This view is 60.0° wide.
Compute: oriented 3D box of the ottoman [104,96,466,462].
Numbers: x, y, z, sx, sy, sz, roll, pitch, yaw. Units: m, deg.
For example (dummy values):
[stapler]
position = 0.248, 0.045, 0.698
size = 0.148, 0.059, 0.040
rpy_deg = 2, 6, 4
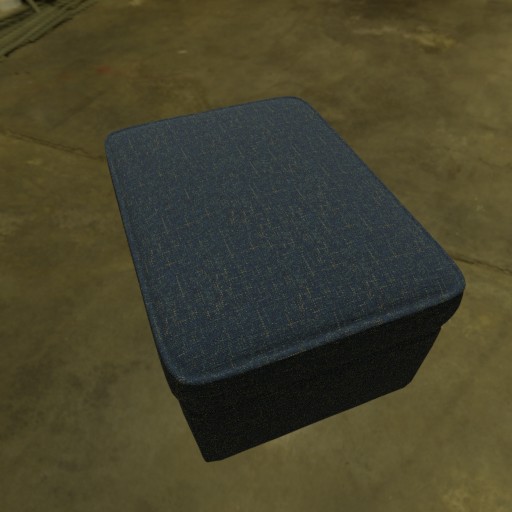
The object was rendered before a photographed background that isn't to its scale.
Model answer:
[ottoman]
position = 0.000, 0.000, 1.059
size = 0.549, 0.450, 0.749
rpy_deg = -16, 50, -14
